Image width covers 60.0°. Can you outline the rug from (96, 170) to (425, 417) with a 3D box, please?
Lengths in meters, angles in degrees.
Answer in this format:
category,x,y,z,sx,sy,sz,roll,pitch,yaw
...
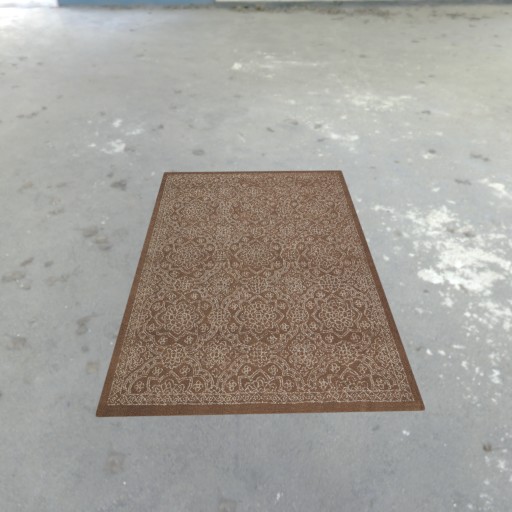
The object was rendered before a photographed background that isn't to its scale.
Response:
category,x,y,z,sx,sy,sz,roll,pitch,yaw
rug,0.000,0.000,2.337,1.219,0.010,1.829,-1,39,-1
